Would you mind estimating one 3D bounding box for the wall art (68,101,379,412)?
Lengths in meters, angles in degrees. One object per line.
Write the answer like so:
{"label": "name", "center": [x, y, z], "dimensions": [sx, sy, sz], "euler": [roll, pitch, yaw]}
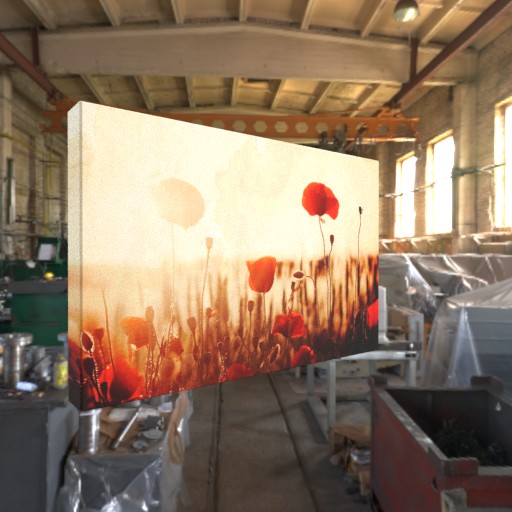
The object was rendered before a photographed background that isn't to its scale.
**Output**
{"label": "wall art", "center": [0.000, 0.000, 0.486], "dimensions": [0.383, 0.251, 0.037], "euler": [0, 0, -37]}
